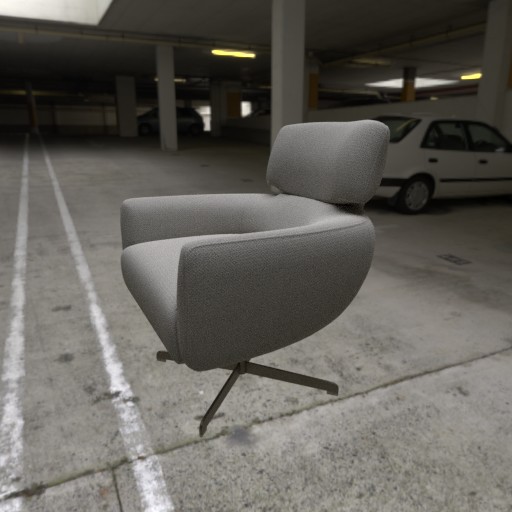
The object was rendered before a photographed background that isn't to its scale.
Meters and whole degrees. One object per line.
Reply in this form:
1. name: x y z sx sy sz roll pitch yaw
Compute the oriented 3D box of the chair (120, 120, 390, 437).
1. chair: 0.000 0.000 1.377 0.730 0.810 0.760 -7 17 -25
